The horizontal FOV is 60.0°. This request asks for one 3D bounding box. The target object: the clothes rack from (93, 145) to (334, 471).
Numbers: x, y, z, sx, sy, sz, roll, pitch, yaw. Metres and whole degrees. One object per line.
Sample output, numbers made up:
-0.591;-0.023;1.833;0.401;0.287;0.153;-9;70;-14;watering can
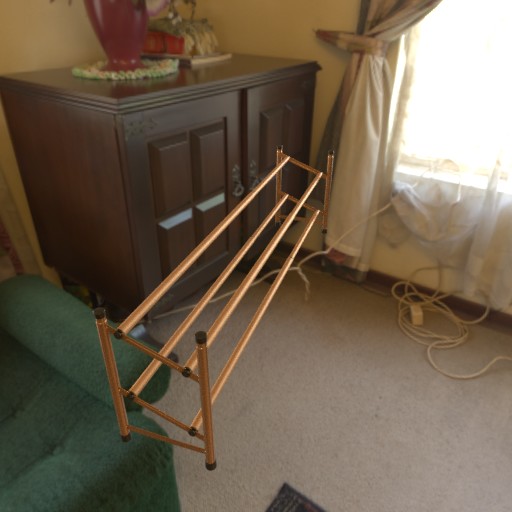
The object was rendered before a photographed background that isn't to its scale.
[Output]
0.000;0.000;1.333;0.229;0.349;1.168;10;31;17;clothes rack
